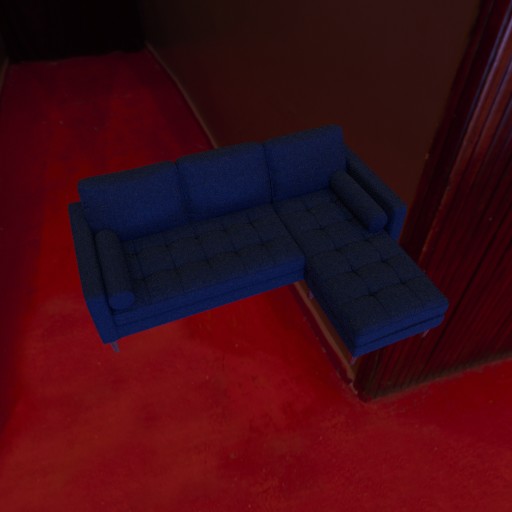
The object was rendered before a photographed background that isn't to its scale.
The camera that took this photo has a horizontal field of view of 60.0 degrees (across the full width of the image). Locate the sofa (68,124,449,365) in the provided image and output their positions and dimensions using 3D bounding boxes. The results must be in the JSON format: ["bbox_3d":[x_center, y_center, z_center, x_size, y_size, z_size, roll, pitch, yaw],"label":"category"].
[{"bbox_3d":[0.000,0.000,2.939,2.185,0.841,1.613,-16,48,-15],"label":"sofa"}]
